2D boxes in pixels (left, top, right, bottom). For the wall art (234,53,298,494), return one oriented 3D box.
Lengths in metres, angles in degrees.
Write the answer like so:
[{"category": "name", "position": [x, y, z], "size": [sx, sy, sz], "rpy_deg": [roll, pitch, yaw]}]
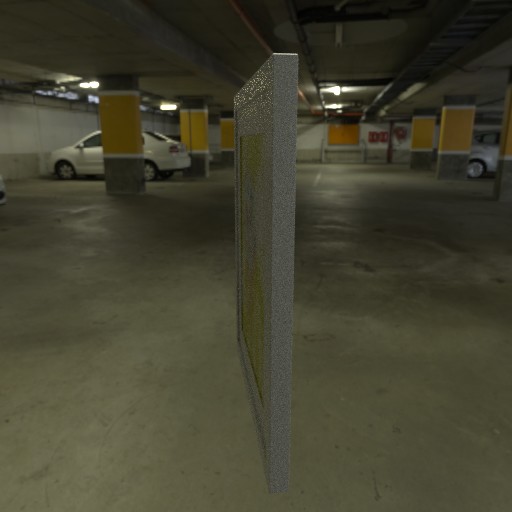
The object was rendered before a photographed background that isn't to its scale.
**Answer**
[{"category": "wall art", "position": [0.000, 0.000, 0.755], "size": [0.028, 0.556, 0.454], "rpy_deg": [-2, 14, -8]}]
